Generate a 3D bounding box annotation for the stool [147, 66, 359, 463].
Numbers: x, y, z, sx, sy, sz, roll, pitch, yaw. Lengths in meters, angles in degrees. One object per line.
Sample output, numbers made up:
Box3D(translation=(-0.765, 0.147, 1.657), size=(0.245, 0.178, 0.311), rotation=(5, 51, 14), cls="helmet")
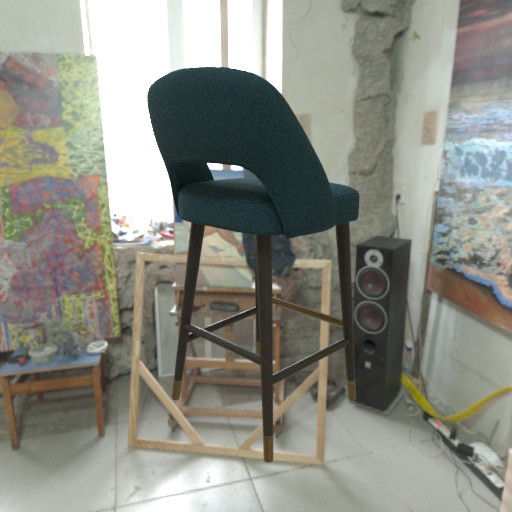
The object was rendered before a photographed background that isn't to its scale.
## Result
Box3D(translation=(0.000, 0.000, 1.370), size=(0.536, 1.032, 0.522), rotation=(14, 20, 42), cls="stool")
